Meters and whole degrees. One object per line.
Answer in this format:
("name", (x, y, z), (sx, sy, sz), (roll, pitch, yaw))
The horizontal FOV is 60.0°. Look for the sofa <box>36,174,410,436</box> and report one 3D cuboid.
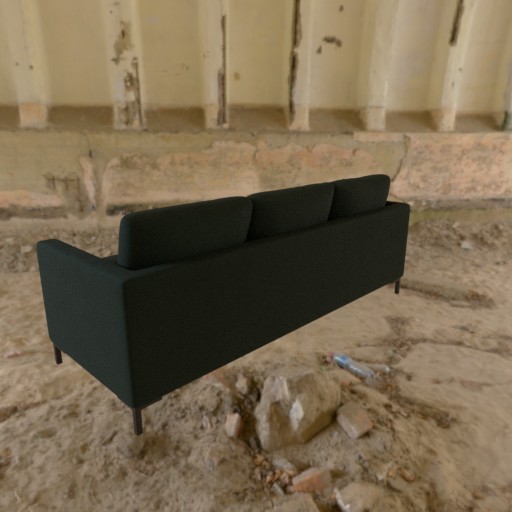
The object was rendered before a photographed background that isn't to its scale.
("sofa", (0.000, 0.000, 2.672), (0.859, 0.870, 2.218), (16, 23, 42))
